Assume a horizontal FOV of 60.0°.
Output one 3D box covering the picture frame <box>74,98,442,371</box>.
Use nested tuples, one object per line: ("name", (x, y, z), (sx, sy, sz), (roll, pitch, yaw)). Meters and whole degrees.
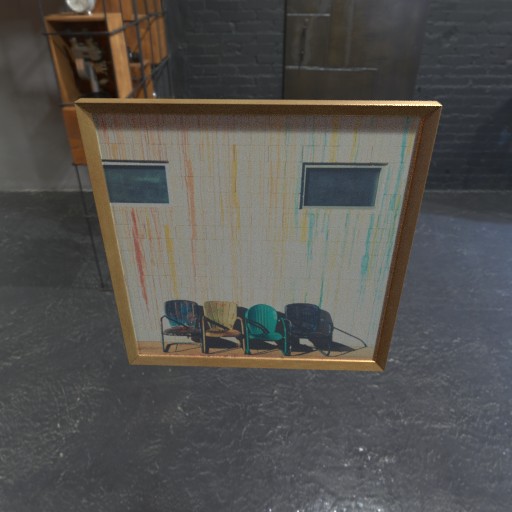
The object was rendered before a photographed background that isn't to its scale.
("picture frame", (0.000, 0.000, 1.128), (0.758, 0.761, 0.037), (1, 32, 2))
